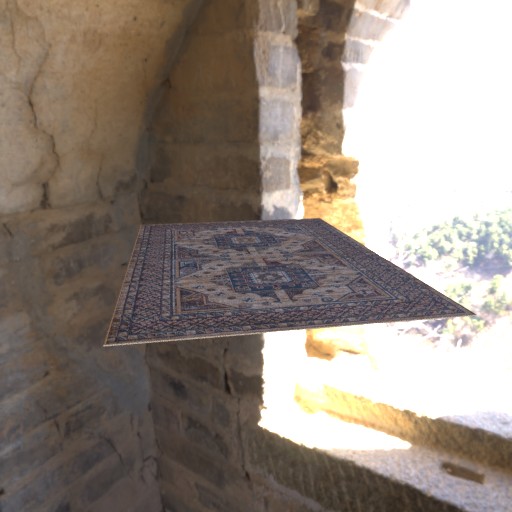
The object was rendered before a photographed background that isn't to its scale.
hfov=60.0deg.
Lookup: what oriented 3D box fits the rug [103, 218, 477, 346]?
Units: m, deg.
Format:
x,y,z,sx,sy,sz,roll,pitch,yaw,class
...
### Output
x,y,z,sx,sy,sz,roll,pitch,yaw,class
0.000,0.000,2.899,1.611,0.008,2.227,-3,17,-10,rug
